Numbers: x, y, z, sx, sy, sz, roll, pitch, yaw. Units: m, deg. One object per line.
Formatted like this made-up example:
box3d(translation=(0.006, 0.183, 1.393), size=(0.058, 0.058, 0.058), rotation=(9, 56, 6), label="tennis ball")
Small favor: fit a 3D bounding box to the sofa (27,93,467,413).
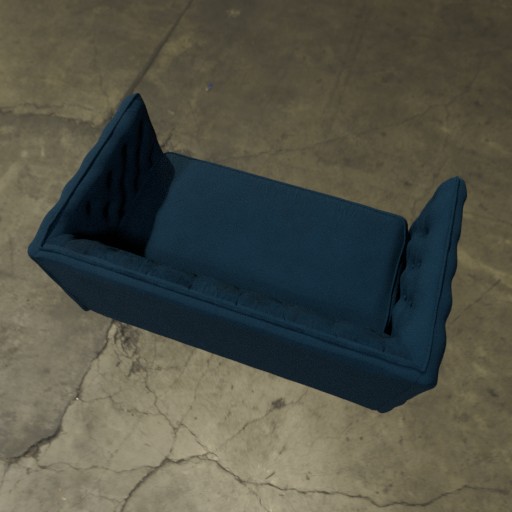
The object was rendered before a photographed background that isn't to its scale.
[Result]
box3d(translation=(0.000, 0.000, 2.071), size=(1.583, 0.810, 0.909), rotation=(17, 64, 8), label="sofa")
